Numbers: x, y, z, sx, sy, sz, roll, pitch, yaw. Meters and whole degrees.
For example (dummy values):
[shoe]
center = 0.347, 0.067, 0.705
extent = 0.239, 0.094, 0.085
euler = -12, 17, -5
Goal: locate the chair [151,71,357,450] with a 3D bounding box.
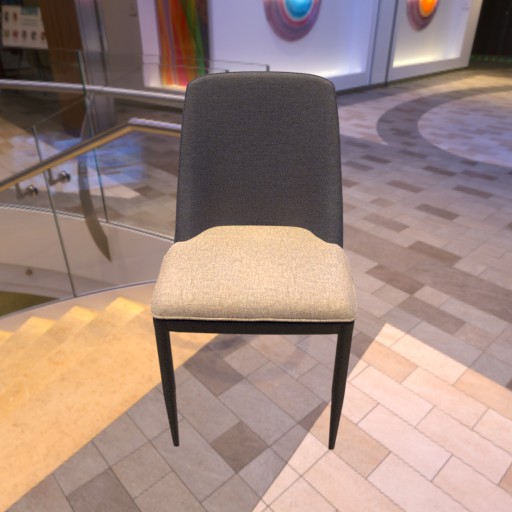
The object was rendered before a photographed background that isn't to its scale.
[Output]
[chair]
center = 0.000, 0.000, 1.168
extent = 0.480, 0.839, 0.551
euler = 1, 30, 1
